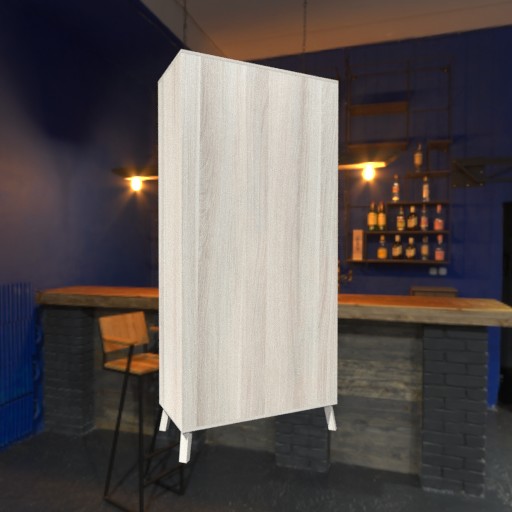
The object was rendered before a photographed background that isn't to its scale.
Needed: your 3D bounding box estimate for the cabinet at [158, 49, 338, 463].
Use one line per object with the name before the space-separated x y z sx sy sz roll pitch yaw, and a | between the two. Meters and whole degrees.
cabinet | 0.000 0.000 2.645 0.969 1.957 1.272 0 1 19
